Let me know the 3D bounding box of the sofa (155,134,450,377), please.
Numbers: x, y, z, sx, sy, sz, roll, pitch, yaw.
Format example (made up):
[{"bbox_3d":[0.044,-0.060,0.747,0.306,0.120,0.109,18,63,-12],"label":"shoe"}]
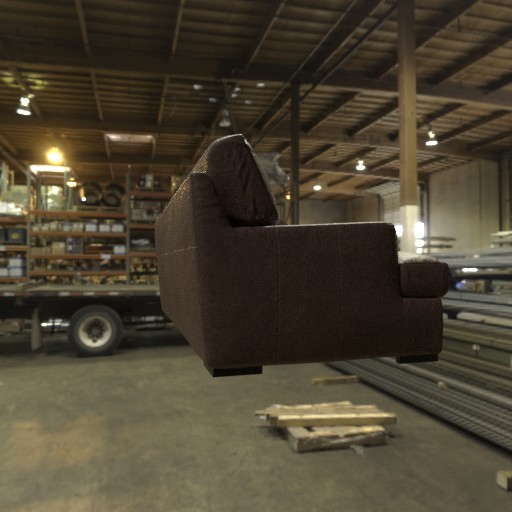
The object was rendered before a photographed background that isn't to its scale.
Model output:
[{"bbox_3d":[0.000,0.000,2.801,1.143,0.941,2.261,0,-1,-16],"label":"sofa"}]
